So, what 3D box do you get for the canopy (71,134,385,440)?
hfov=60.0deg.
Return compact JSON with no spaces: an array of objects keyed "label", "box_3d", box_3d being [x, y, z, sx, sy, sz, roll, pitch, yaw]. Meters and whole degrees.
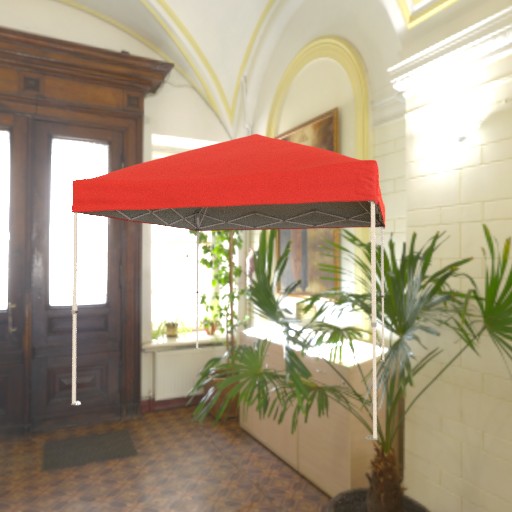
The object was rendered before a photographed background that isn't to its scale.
[{"label":"canopy","box_3d":[0.000,0.000,5.428,2.996,2.997,2.998,0,-1,17]}]
